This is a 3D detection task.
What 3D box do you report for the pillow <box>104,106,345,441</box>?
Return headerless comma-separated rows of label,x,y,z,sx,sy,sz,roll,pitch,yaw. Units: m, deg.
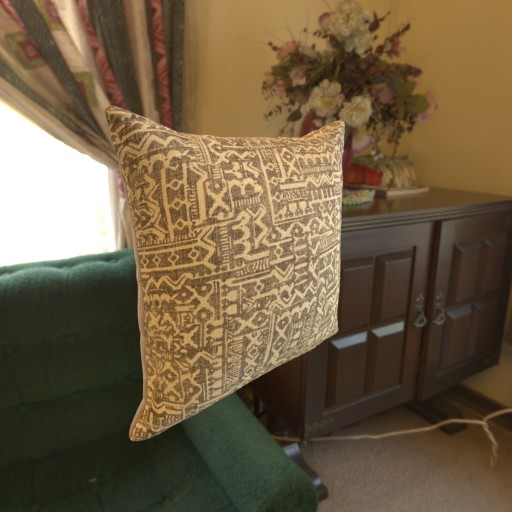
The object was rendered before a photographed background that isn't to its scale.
pillow,0.000,0.000,0.796,0.180,0.487,0.546,13,19,42
